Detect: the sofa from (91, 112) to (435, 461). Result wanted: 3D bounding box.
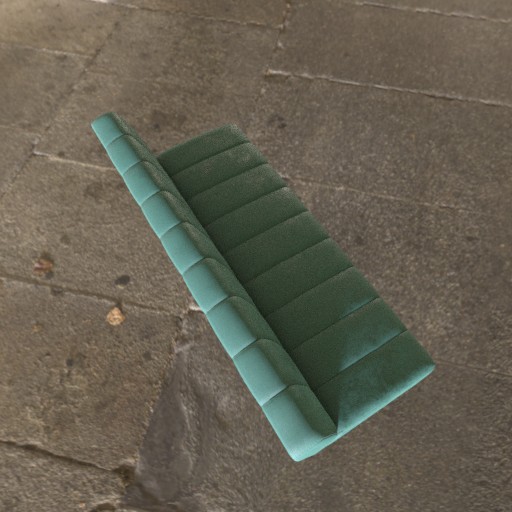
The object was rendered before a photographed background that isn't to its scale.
[{"bbox_3d":[0.000,0.000,2.239,0.830,0.820,1.810,-28,64,-15],"label":"sofa"}]
